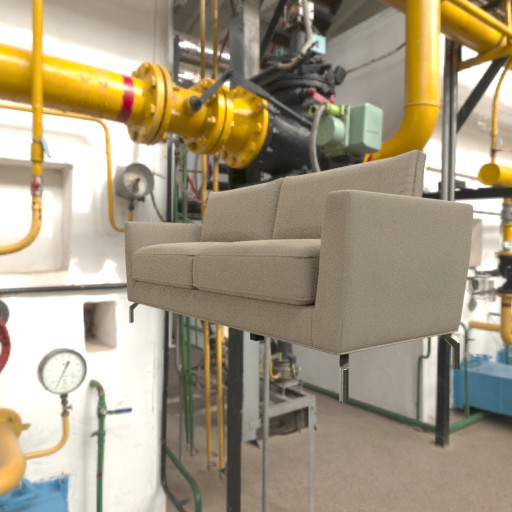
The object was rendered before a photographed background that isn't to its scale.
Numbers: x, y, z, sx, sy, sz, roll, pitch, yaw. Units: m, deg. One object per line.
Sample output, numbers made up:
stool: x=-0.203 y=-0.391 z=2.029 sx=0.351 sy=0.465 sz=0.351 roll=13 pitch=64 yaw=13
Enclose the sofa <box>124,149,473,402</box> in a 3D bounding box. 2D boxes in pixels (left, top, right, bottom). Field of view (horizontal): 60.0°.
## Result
sofa: x=0.000 y=0.000 z=2.648 sx=0.868 sy=1.005 sz=2.214 roll=-1 pitch=1 yaw=-36
